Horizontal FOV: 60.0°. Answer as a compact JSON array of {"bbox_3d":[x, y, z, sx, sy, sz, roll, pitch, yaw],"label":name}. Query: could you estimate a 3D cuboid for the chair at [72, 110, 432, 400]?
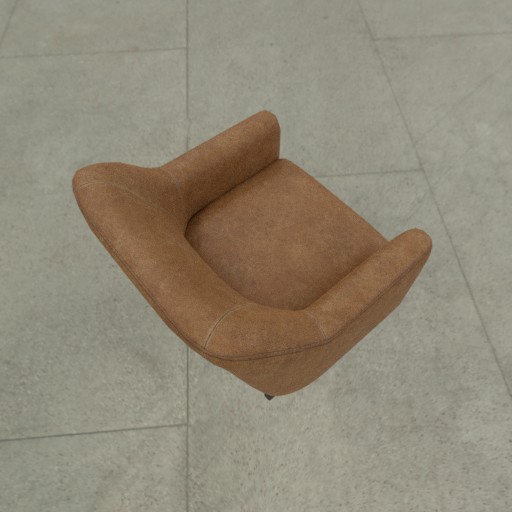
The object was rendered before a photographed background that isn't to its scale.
[{"bbox_3d":[0.000,0.000,1.882,1.034,0.980,1.037,-35,64,-20],"label":"chair"}]
